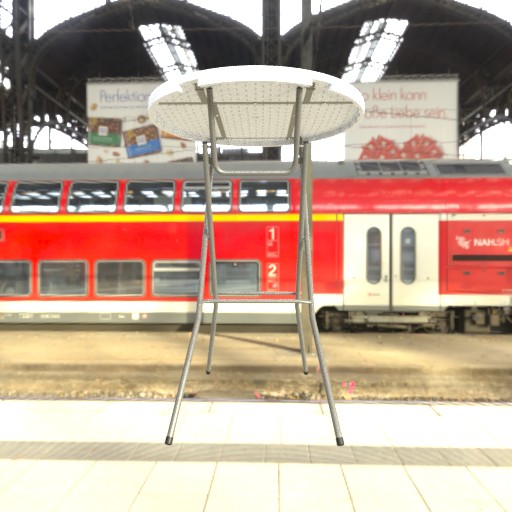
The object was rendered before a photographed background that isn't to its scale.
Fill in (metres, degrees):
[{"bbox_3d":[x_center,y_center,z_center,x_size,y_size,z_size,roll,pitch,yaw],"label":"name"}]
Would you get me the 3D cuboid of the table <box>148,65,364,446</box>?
[{"bbox_3d":[0.000,0.000,1.675,0.792,1.105,0.795,0,0,1],"label":"table"}]
